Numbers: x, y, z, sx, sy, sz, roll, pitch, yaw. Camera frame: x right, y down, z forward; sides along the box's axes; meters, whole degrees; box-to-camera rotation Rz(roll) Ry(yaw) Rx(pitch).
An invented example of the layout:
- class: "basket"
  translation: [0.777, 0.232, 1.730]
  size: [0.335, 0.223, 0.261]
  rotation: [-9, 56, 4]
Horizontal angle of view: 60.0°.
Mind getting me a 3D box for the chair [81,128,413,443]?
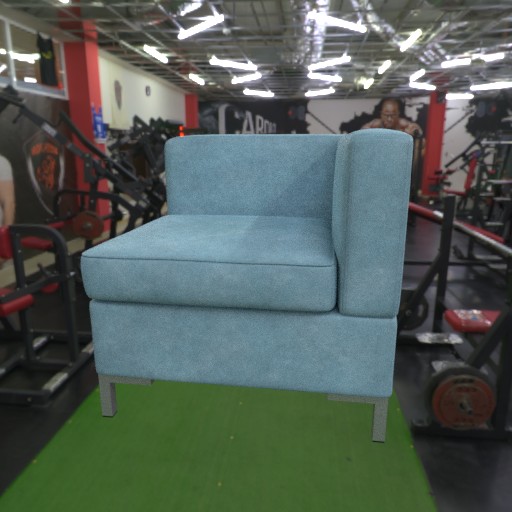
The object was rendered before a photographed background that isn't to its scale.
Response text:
- class: "chair"
  translation: [0.000, 0.000, 1.220]
  size: [0.691, 0.660, 0.684]
  rotation: [2, 14, 8]
